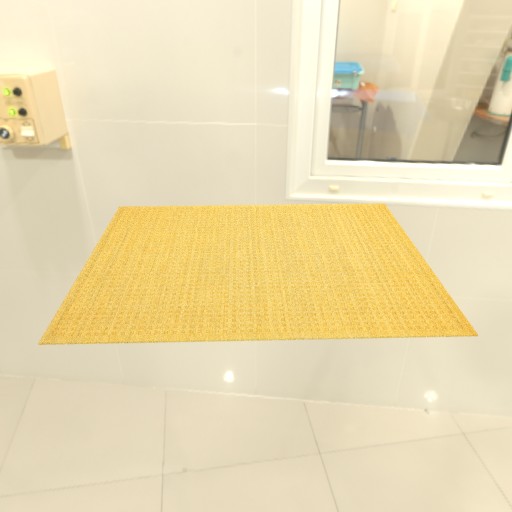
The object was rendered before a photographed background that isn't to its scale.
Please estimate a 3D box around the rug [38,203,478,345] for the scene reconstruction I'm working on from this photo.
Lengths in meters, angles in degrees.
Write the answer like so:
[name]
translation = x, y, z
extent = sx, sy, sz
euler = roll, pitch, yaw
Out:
[rug]
translation = 0.000, 0.000, 4.342
extent = 3.242, 0.015, 2.486
euler = -1, 30, -1
